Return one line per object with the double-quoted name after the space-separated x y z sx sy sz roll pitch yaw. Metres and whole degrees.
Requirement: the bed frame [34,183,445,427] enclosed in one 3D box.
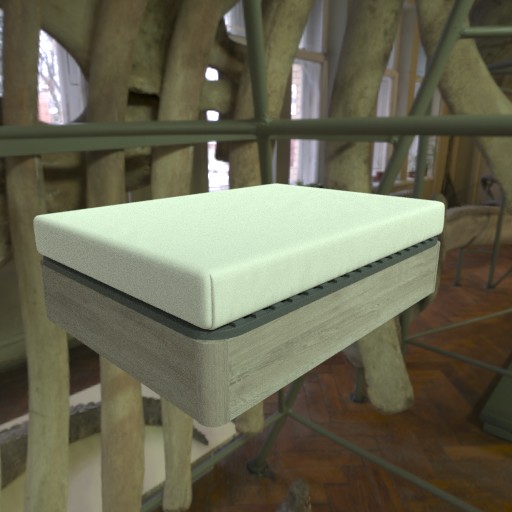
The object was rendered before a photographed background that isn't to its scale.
0.000 0.000 2.536 1.400 0.561 1.900 15 22 41 "bed frame"
